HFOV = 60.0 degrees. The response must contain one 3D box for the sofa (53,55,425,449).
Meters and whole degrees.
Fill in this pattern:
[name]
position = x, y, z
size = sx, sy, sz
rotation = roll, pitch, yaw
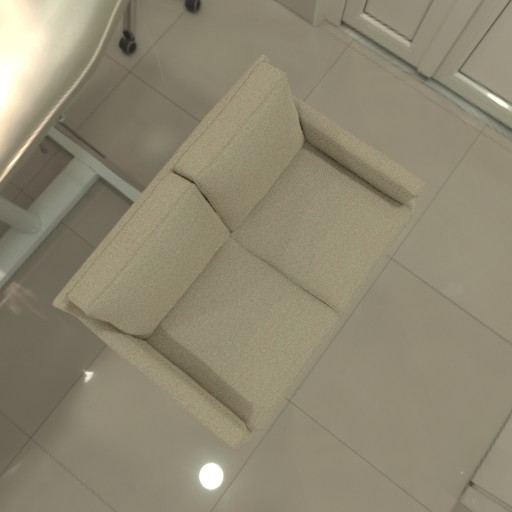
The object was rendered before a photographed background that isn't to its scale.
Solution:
[sofa]
position = 0.000, 0.000, 2.283
size = 1.084, 1.003, 1.597
rotation = 37, 81, 7
